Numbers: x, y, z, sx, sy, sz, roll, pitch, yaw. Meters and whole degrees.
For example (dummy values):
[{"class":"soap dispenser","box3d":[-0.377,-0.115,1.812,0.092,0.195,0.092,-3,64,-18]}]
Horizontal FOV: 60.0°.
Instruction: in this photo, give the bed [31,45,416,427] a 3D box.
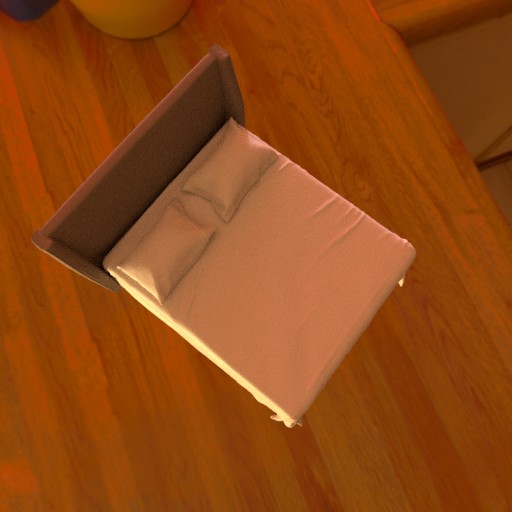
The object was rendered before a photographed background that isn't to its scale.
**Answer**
[{"class":"bed","box3d":[0.000,0.000,3.509,2.276,1.332,1.925,37,79,9]}]
